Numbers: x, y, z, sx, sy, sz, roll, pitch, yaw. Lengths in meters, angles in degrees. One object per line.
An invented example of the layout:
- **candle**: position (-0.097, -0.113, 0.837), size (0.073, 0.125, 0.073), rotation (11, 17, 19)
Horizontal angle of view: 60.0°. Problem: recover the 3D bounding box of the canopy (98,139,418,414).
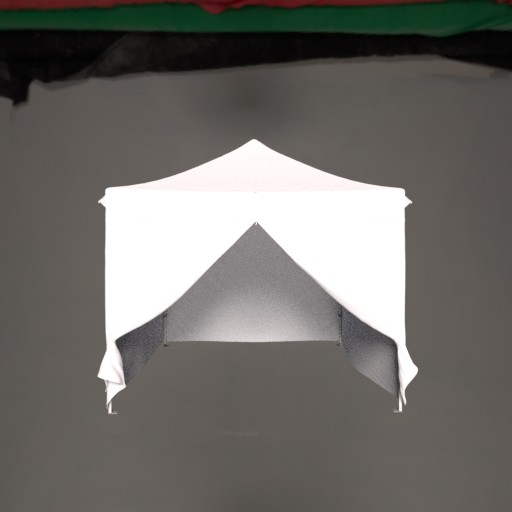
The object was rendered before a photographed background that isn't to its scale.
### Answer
- **canopy**: position (0.000, 0.000, 5.677), size (3.043, 2.997, 3.121), rotation (0, 2, -1)
